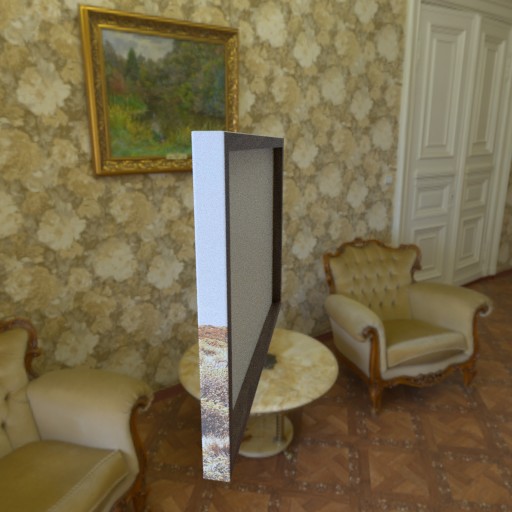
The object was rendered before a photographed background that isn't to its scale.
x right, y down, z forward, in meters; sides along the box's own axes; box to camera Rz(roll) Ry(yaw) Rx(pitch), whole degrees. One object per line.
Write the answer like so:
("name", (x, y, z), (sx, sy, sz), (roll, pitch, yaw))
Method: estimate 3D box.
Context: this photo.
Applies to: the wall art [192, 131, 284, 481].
("wall art", (0.000, 0.000, 1.166), (0.050, 0.610, 0.914), (2, 14, 9))
